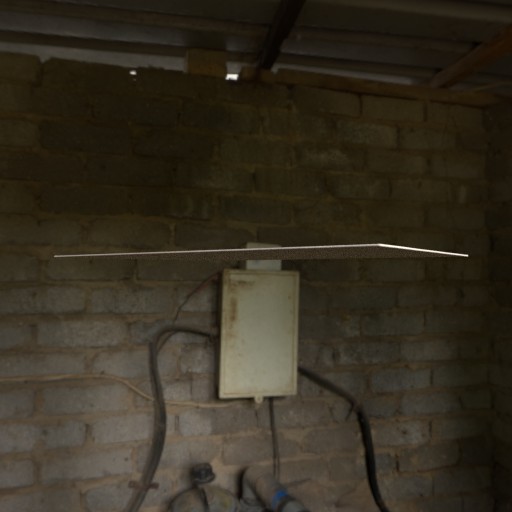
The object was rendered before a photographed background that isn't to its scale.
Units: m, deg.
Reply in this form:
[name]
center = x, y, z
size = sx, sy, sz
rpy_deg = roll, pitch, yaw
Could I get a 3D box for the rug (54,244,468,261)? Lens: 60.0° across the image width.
[rug]
center = 0.000, 0.000, 2.360
size = 1.839, 0.009, 1.236
rpy_deg = -1, -2, 37
